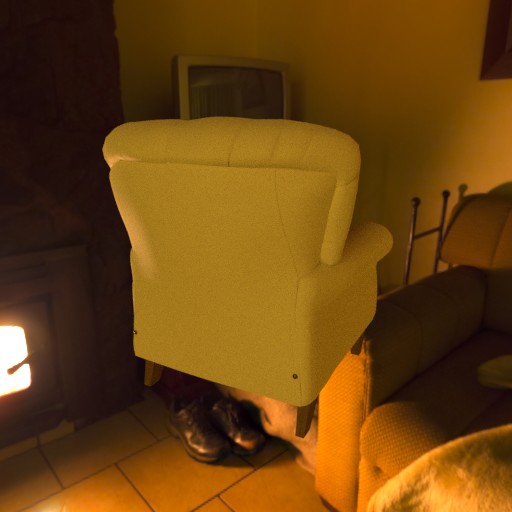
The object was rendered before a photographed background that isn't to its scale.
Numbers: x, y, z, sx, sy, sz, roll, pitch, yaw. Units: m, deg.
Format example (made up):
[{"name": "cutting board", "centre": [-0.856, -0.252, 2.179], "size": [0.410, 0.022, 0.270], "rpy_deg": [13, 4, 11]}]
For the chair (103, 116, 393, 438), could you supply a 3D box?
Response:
[{"name": "chair", "centre": [0.000, 0.000, 1.993], "size": [1.035, 1.169, 1.132], "rpy_deg": [8, 18, 27]}]
